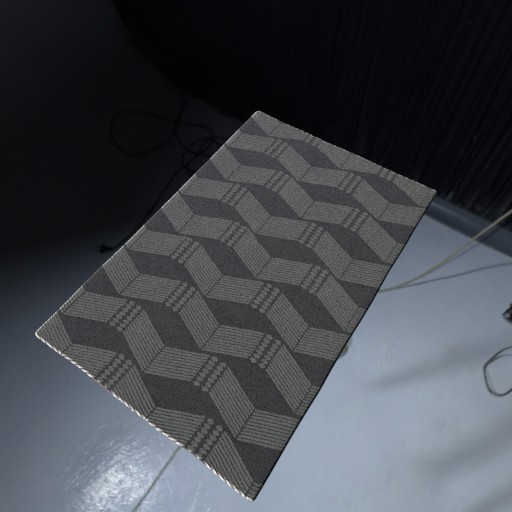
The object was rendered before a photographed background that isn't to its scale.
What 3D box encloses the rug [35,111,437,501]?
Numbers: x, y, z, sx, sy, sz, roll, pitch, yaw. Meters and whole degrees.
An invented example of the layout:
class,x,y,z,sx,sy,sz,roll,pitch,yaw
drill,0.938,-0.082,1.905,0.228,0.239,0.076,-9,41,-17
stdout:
class,x,y,z,sx,sy,sz,roll,pitch,yaw
rug,0.000,0.000,2.247,1.210,0.016,1.833,30,62,17
